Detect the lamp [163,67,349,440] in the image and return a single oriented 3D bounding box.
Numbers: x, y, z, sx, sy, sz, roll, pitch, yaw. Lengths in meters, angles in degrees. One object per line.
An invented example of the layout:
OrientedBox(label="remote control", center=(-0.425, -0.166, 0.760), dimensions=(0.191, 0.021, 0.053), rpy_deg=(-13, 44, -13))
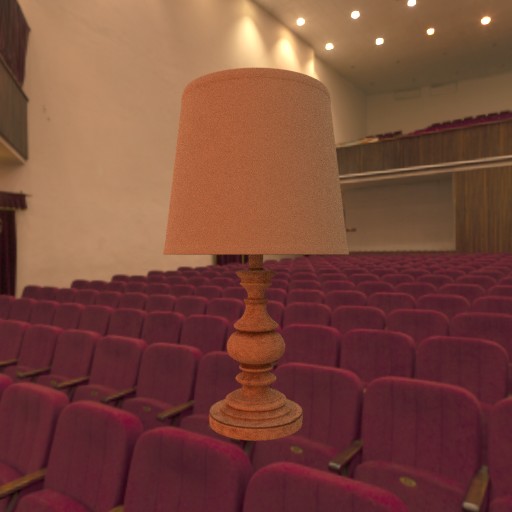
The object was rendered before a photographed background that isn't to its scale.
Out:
OrientedBox(label="lamp", center=(0.000, 0.000, 0.665), dimensions=(0.273, 0.497, 0.273), rpy_deg=(0, 0, 0))
